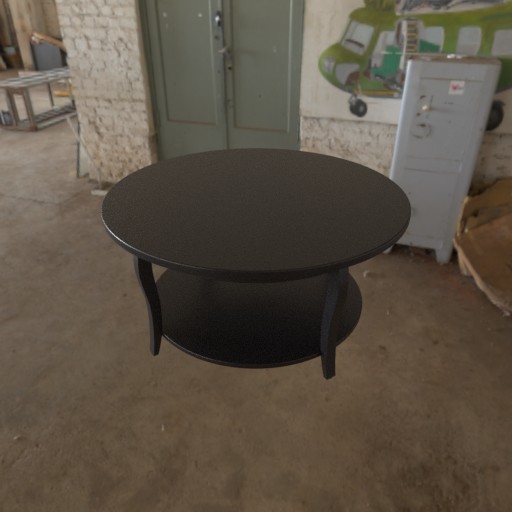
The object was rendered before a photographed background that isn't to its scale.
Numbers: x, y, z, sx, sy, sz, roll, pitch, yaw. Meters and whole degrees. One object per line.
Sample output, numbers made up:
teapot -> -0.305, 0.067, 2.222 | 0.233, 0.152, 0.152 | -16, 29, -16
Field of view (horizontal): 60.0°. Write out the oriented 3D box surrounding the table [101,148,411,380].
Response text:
table -> 0.000, 0.000, 1.477 | 0.914, 0.457, 0.914 | 0, 30, 0
